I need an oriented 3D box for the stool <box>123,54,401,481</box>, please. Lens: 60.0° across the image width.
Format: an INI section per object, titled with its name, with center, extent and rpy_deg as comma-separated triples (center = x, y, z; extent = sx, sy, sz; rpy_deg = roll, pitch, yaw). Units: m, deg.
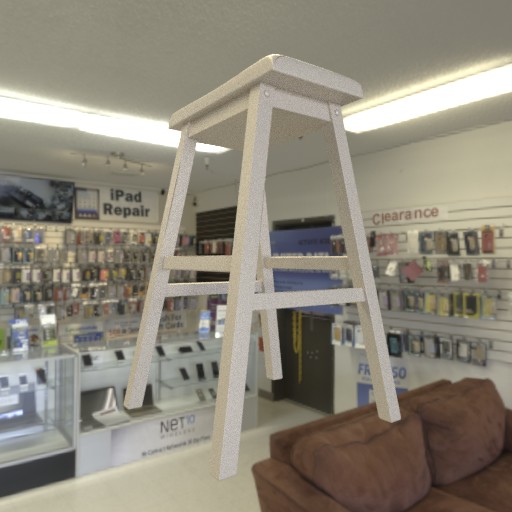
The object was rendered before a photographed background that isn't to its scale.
[stool]
center = 0.000, 0.000, 1.046
extent = 0.476, 0.737, 0.457
rpy_deg = 0, 0, -36
